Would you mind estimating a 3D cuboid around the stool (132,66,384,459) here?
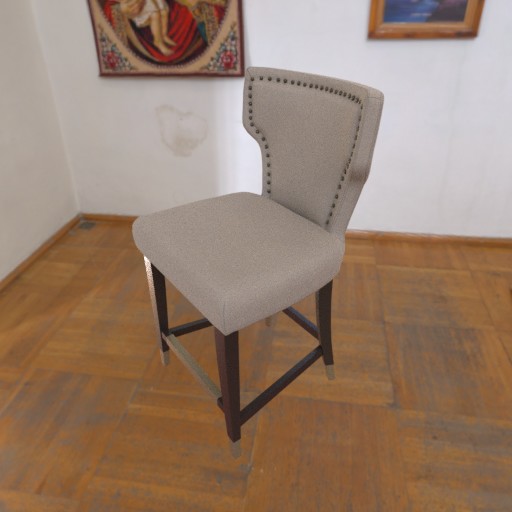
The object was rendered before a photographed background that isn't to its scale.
[{"bbox_3d":[0.000,0.000,1.338,0.563,0.982,0.527,-21,37,-30],"label":"stool"}]
